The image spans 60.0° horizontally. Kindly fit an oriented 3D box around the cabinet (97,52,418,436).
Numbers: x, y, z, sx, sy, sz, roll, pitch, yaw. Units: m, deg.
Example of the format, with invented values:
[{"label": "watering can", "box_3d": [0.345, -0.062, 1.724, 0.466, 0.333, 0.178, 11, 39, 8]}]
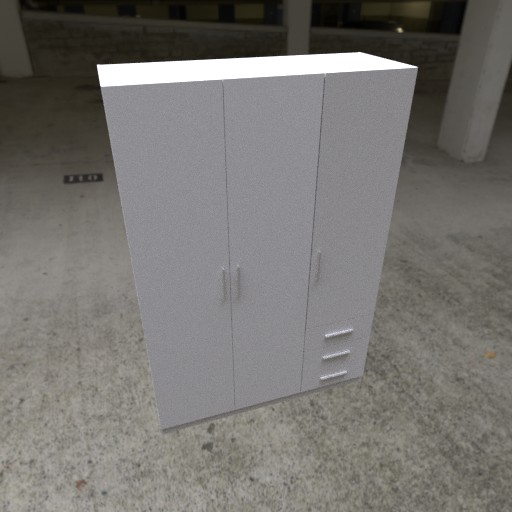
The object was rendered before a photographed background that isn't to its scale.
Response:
[{"label": "cabinet", "box_3d": [0.000, 0.000, 2.401, 1.290, 1.910, 0.510, -10, 33, -16]}]
